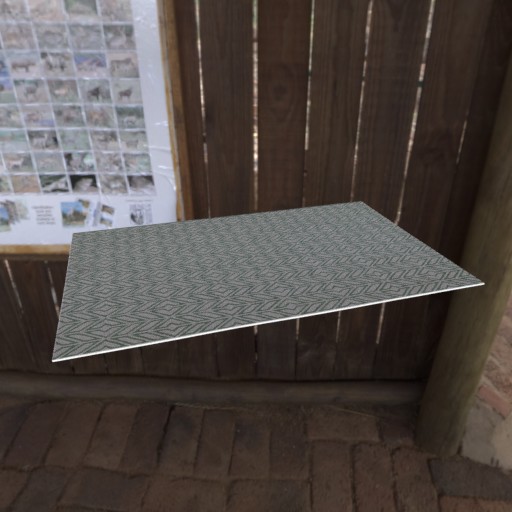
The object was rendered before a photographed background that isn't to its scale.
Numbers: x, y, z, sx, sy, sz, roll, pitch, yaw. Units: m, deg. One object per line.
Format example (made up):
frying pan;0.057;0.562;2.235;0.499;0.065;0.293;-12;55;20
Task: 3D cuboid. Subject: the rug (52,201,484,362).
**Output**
rug;0.000;0.000;3.014;2.435;0.011;1.517;-8;28;-15
